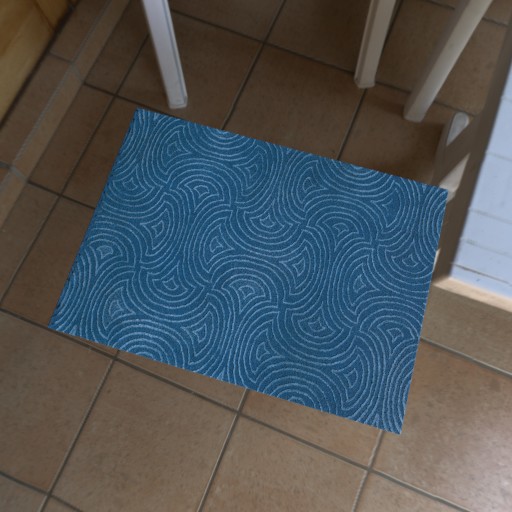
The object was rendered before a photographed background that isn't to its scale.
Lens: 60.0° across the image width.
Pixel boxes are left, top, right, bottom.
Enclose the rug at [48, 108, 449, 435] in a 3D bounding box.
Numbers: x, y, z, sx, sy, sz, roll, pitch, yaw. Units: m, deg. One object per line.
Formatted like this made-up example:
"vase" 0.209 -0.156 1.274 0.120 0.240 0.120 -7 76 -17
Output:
"rug" 0.000 0.000 2.756 2.144 0.015 1.543 16 76 4
